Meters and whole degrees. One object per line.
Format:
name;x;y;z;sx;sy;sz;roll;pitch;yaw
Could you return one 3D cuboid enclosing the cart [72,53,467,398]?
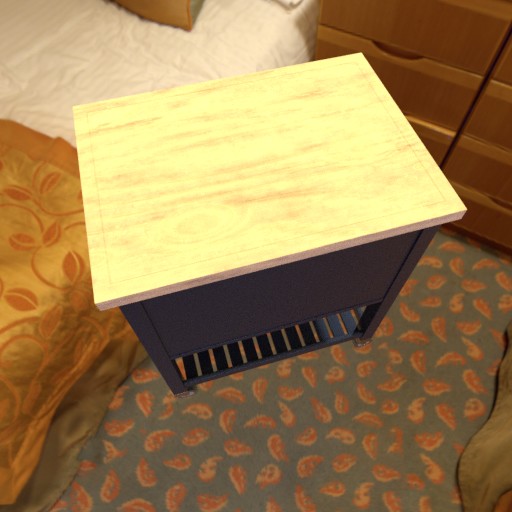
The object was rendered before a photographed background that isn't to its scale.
cart;0.000;0.000;1.424;0.797;0.920;0.567;-14;60;-8
